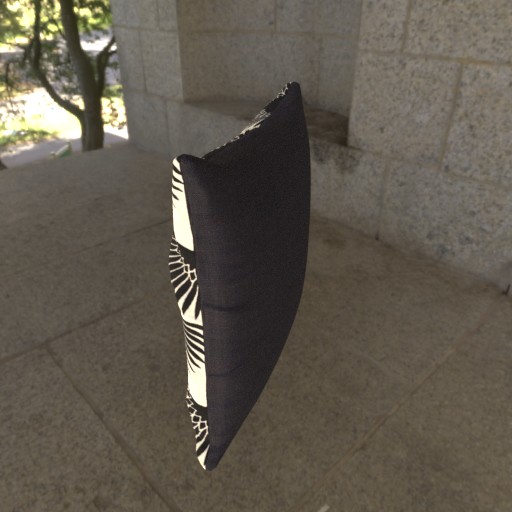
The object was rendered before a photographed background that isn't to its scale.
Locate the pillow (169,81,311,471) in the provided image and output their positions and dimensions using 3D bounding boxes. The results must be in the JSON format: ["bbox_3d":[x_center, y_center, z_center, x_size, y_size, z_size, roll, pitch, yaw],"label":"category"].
[{"bbox_3d":[0.000,0.000,0.665,0.139,0.432,0.432,9,31,15],"label":"pillow"}]
